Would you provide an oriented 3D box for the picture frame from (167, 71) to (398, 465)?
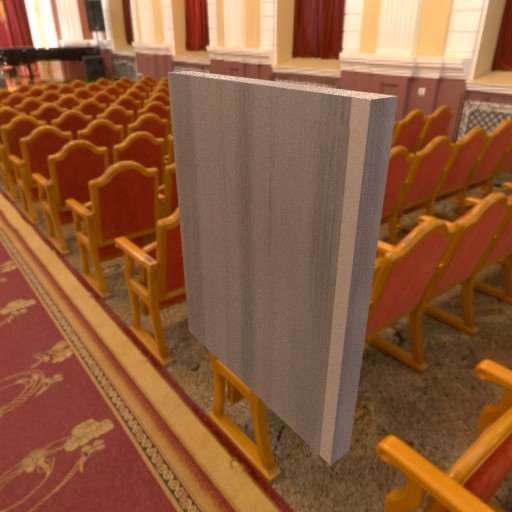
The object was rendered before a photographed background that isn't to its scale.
[{"bbox_3d":[0.000,0.000,0.754,0.046,0.555,0.449,-19,32,-33],"label":"picture frame"}]
